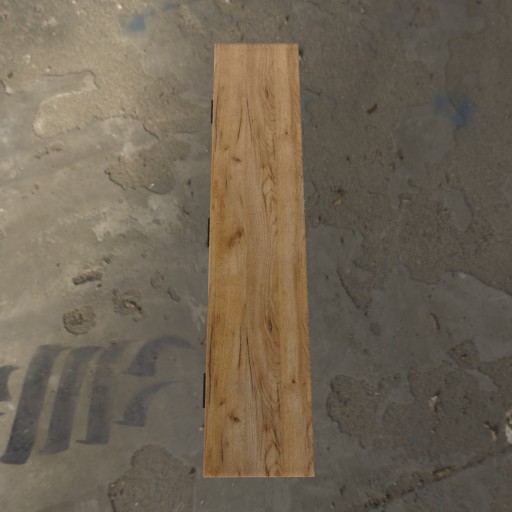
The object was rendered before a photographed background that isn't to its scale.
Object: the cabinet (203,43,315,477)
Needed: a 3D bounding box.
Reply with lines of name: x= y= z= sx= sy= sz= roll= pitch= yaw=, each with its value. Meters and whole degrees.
cabinet: x=0.000 y=0.000 z=2.137 sx=0.395 sy=0.762 sz=1.800 roll=0 pitch=74 yaw=0
